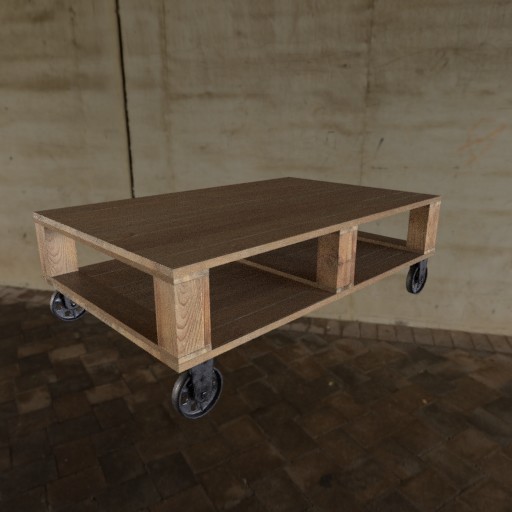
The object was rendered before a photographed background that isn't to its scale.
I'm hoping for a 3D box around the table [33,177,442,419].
[{"bbox_3d":[0.000,0.000,1.710,1.299,0.413,0.827,-16,24,-42],"label":"table"}]
